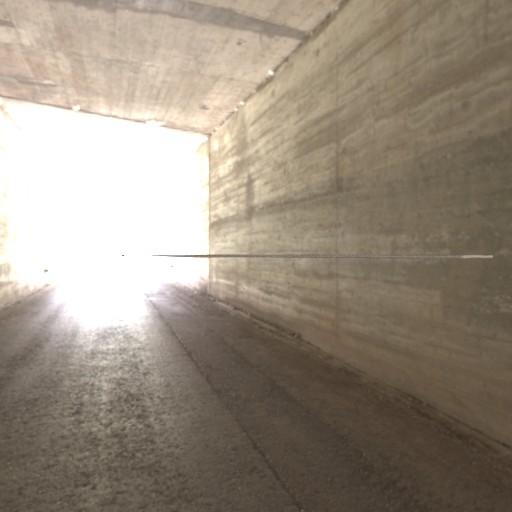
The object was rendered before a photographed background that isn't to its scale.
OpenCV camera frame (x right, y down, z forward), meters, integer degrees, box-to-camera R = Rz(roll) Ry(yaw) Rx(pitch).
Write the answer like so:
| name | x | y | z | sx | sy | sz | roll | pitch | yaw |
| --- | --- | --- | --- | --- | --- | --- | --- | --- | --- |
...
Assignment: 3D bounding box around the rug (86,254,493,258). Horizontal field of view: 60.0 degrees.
| name | x | y | z | sx | sy | sz | roll | pitch | yaw |
| --- | --- | --- | --- | --- | --- | --- | --- | --- | --- |
| rug | 0.000 | 0.000 | 2.374 | 2.182 | 0.015 | 0.645 | 0 | 0 | 36 |
